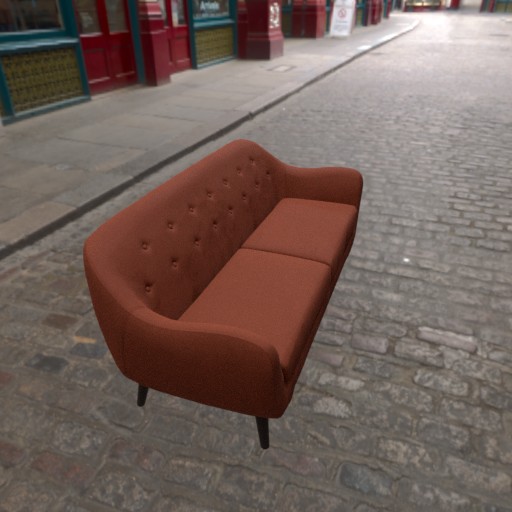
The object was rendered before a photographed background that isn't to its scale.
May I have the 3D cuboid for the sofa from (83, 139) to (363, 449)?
[{"bbox_3d":[0.000,0.000,2.314,0.820,0.836,1.840,11,31,18],"label":"sofa"}]
